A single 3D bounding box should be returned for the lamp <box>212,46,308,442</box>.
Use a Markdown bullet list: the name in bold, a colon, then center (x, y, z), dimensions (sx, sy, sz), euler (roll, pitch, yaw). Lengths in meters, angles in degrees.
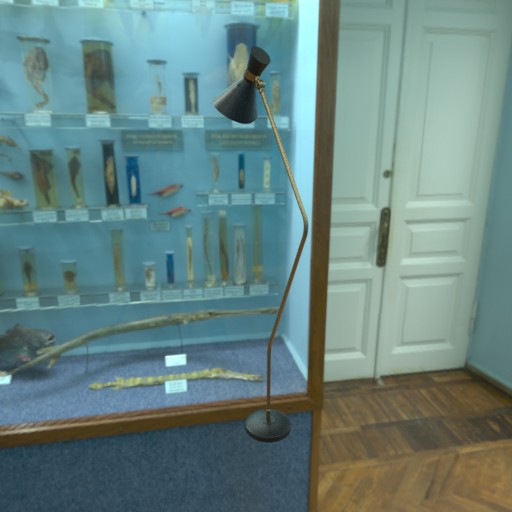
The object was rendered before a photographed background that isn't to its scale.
- **lamp**: center (0.000, 0.000, 1.638), dimensions (0.277, 1.438, 0.467), euler (-2, 16, -8)
